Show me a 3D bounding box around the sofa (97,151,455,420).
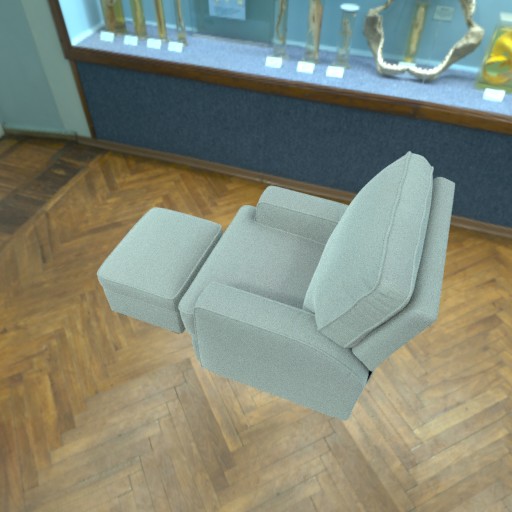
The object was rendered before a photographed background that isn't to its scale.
[{"bbox_3d":[0.000,0.000,2.025,1.472,0.959,0.861,16,48,15],"label":"sofa"}]
